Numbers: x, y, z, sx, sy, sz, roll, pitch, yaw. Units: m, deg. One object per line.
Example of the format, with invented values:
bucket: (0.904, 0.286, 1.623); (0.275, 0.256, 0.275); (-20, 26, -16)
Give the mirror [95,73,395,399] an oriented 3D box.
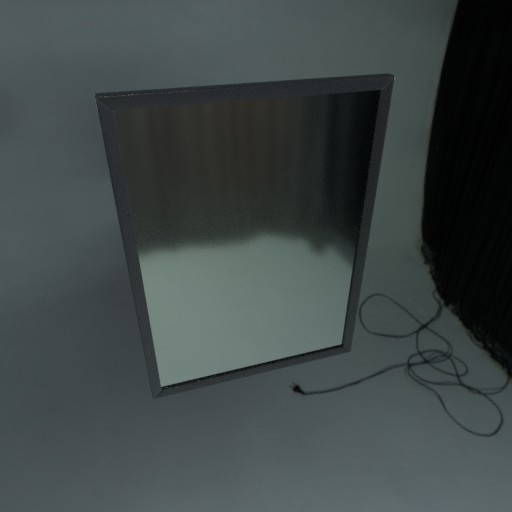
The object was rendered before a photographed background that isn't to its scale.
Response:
mirror: (0.000, 0.000, 1.372); (0.762, 1.016, 0.040); (-10, 34, -15)
